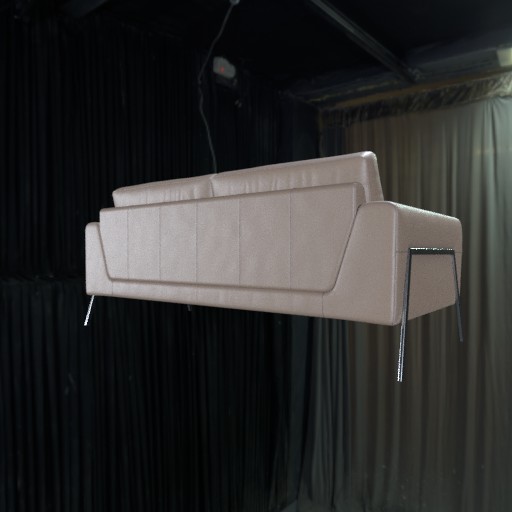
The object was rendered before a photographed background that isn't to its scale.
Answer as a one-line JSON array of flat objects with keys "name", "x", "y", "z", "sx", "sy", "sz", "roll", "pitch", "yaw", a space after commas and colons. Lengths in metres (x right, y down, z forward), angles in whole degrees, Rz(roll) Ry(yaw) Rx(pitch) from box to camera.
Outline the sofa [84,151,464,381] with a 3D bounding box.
[{"name": "sofa", "x": 0.000, "y": 0.000, "z": 2.546, "sx": 2.017, "sy": 0.875, "sz": 0.953, "roll": 0, "pitch": 0, "yaw": 38}]
